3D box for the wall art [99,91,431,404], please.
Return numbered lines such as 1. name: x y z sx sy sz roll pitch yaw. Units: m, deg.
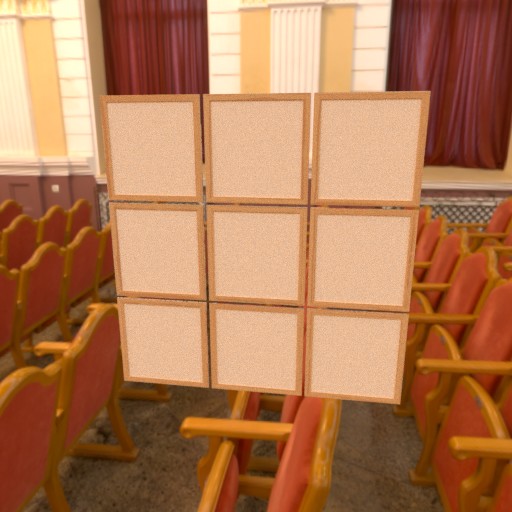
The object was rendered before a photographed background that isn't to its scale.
1. wall art: 0.000 0.000 2.222 1.519 1.534 0.013 2 15 8
